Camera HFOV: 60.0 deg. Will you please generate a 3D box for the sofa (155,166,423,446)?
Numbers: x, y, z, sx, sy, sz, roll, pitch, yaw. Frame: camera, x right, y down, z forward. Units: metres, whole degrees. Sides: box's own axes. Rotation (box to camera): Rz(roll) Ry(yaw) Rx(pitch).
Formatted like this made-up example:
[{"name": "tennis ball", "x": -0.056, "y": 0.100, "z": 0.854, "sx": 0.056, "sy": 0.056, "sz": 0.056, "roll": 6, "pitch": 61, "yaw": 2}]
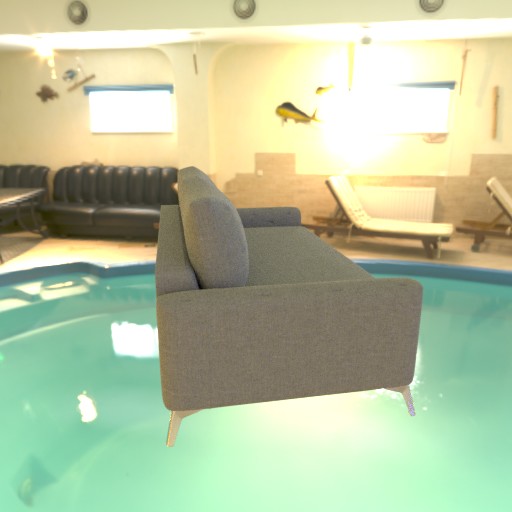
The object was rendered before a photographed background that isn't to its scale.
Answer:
[{"name": "sofa", "x": 0.000, "y": 0.000, "z": 2.186, "sx": 0.920, "sy": 0.790, "sz": 1.650, "roll": -3, "pitch": 16, "yaw": -10}]
